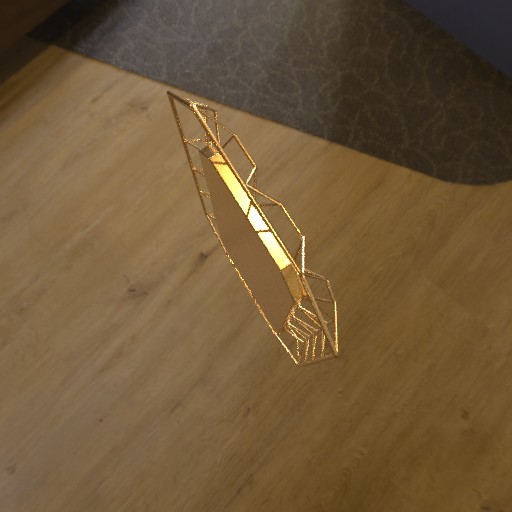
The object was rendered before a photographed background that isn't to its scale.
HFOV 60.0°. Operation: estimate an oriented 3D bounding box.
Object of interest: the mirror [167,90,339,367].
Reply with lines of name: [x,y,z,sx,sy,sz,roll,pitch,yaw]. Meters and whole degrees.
mirror: [0.000,0.000,1.079,0.051,0.870,0.572,-30,77,-8]
